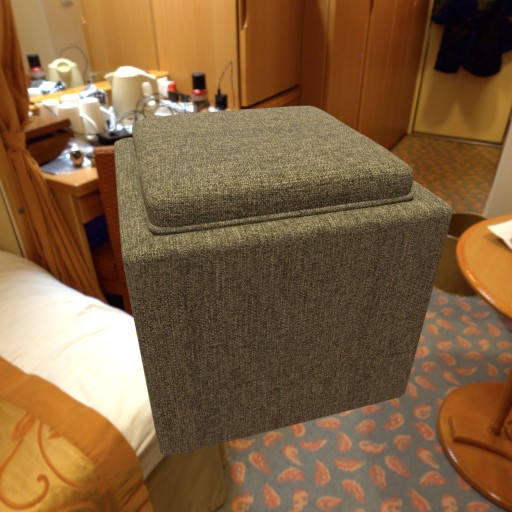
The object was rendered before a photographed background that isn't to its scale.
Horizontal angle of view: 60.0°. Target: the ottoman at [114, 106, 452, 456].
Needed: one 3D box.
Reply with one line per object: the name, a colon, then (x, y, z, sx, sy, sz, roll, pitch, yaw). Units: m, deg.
ottoman: (0.000, 0.000, 0.827, 0.450, 0.460, 0.450, -9, 33, -14)
